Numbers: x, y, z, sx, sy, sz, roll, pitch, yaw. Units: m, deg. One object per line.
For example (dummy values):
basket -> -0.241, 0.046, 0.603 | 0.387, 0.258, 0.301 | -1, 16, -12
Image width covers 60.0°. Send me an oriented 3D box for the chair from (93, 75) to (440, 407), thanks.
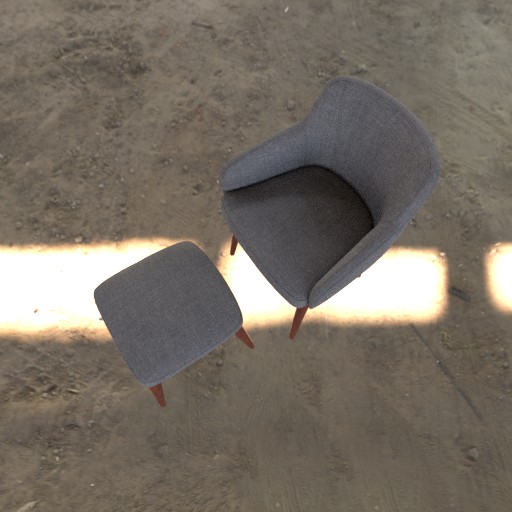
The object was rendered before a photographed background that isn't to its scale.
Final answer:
chair -> 0.000, 0.000, 1.549 | 1.107, 0.799, 0.584 | -31, 68, -14
